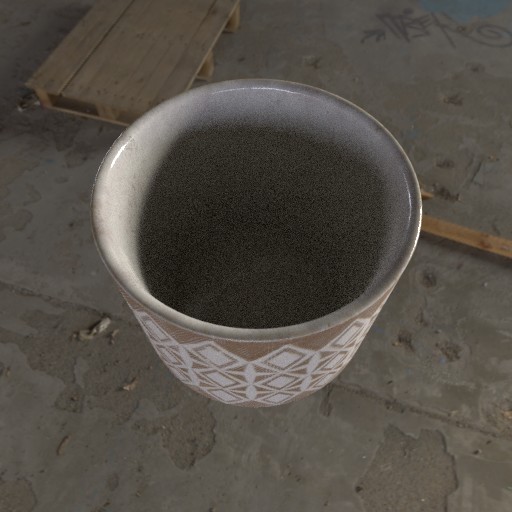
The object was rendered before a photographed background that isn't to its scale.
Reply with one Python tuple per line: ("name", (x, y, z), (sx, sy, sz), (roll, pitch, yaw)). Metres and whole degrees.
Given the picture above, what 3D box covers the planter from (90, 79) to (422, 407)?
("planter", (0.000, 0.000, 0.332), (0.193, 0.165, 0.193), (0, 59, 0))
